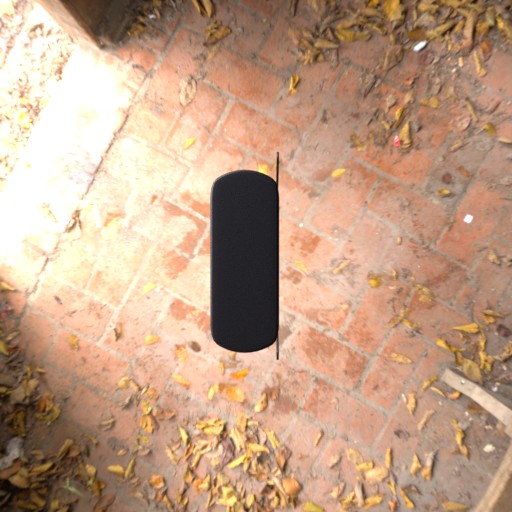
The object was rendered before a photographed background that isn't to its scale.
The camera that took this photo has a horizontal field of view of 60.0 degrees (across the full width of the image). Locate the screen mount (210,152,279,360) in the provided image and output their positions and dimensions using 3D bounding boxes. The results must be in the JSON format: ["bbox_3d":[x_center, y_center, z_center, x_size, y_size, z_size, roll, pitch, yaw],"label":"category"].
[{"bbox_3d":[0.000,0.000,0.876,0.090,0.729,0.393,0,91,1],"label":"screen mount"}]
